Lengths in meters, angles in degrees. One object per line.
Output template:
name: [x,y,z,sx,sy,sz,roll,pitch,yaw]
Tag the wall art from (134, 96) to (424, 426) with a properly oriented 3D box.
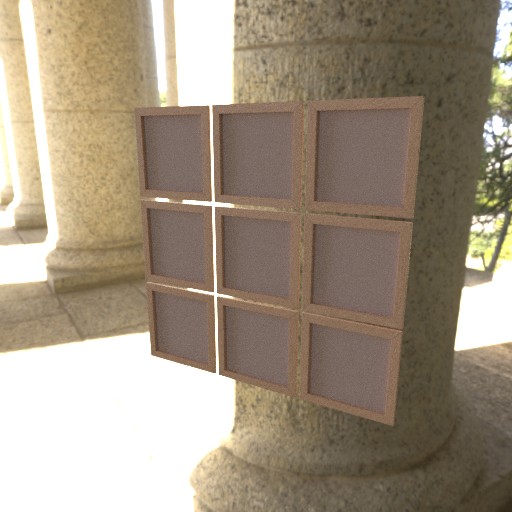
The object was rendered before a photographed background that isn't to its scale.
wall art: [0.000,0.000,1.846,1.217,1.207,0.016,8,17,27]
